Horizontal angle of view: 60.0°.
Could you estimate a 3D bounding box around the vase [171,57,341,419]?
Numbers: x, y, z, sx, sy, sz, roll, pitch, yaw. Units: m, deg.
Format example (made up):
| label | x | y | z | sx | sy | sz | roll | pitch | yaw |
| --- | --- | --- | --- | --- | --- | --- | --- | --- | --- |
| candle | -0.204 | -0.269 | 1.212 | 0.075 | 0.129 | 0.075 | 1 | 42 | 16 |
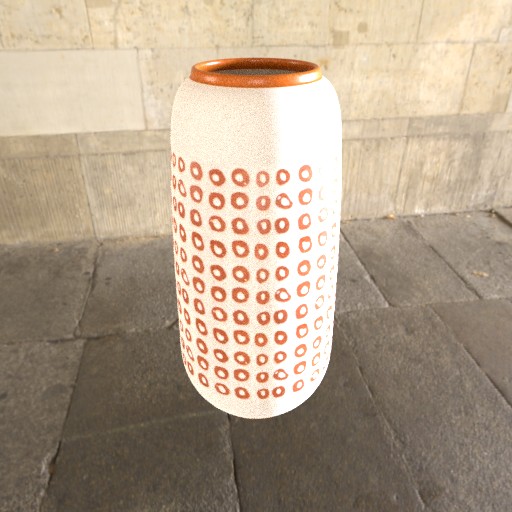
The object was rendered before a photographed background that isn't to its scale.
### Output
| label | x | y | z | sx | sy | sz | roll | pitch | yaw |
| --- | --- | --- | --- | --- | --- | --- | --- | --- | --- |
| vase | 0.000 | 0.000 | 0.354 | 0.133 | 0.282 | 0.133 | 0 | 31 | 0 |
